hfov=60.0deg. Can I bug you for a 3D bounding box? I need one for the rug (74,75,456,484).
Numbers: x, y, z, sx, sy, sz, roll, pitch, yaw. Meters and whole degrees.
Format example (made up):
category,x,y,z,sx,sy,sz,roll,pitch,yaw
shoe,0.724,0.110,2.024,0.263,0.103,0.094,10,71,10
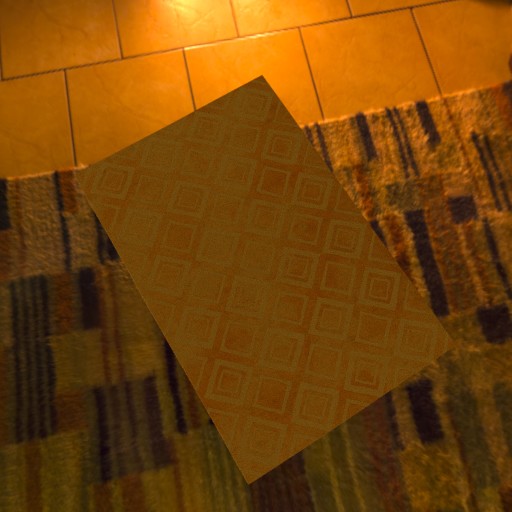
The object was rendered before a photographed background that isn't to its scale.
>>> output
category,x,y,z,sx,sy,sz,roll,pitch,yaw
rug,0.000,0.000,2.316,1.213,0.010,1.829,-31,78,-8
